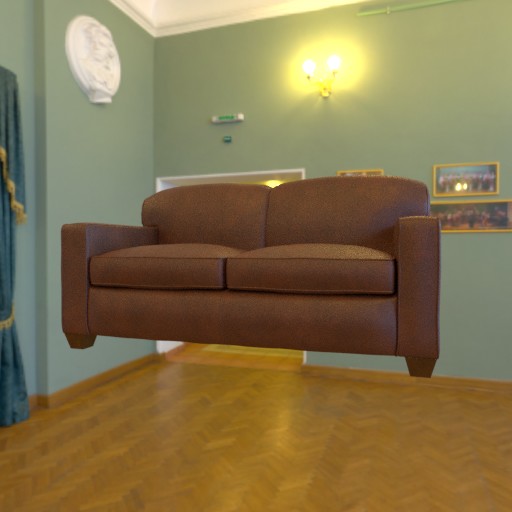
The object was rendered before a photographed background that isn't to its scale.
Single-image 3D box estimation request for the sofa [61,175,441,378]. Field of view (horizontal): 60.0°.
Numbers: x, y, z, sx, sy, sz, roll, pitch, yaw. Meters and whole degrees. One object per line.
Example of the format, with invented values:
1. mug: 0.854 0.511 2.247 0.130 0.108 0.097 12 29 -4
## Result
1. sofa: 0.000 0.000 2.461 1.856 0.966 1.000 0 1 17
